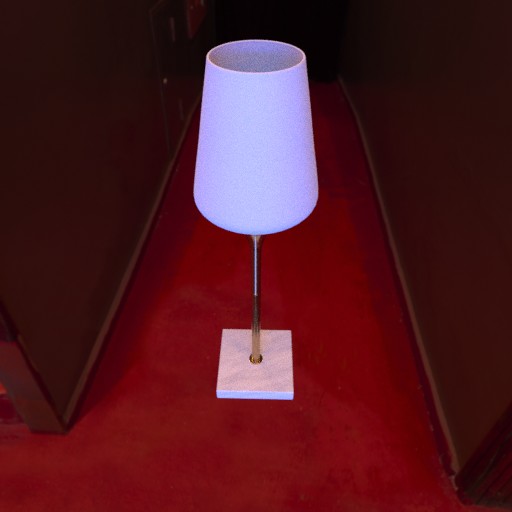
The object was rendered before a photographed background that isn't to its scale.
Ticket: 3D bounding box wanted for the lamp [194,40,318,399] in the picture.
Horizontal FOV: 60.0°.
[{"bbox_3d":[0.000,0.000,0.736,0.181,0.639,0.181,1,42,1],"label":"lamp"}]
